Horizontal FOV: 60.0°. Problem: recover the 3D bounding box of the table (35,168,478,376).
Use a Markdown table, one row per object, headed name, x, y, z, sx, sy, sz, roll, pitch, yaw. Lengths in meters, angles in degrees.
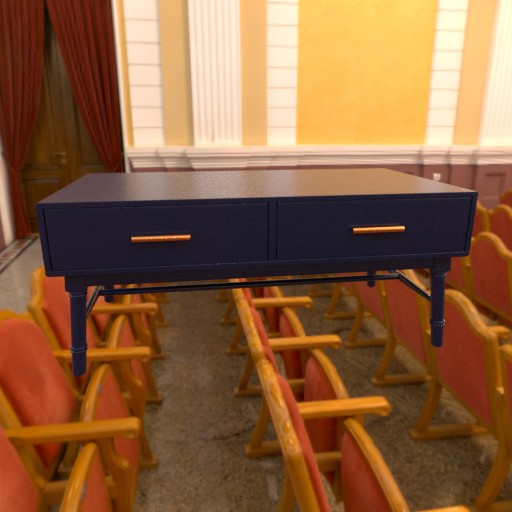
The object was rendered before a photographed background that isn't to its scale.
| name | x | y | z | sx | sy | sz | roll | pitch | yaw |
| --- | --- | --- | --- | --- | --- | --- | --- | --- | --- |
| table | 0.000 | 0.000 | 1.368 | 1.067 | 0.457 | 0.572 | -3 | 18 | -8 |
